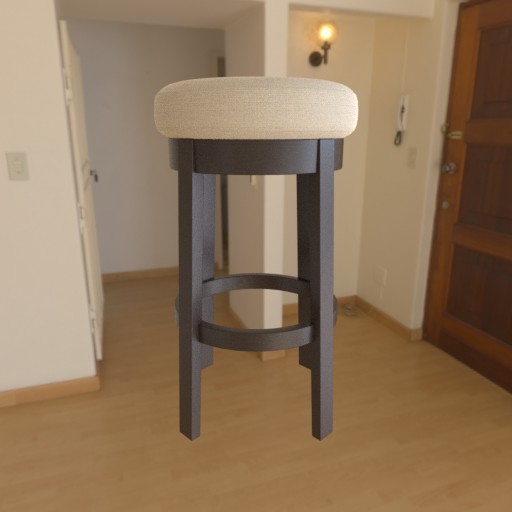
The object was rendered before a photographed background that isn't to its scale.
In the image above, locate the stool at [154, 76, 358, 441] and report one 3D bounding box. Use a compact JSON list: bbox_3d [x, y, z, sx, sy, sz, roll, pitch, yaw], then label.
[{"bbox_3d":[0.000,0.000,1.039,0.446,0.758,0.446,0,16,0],"label":"stool"}]
